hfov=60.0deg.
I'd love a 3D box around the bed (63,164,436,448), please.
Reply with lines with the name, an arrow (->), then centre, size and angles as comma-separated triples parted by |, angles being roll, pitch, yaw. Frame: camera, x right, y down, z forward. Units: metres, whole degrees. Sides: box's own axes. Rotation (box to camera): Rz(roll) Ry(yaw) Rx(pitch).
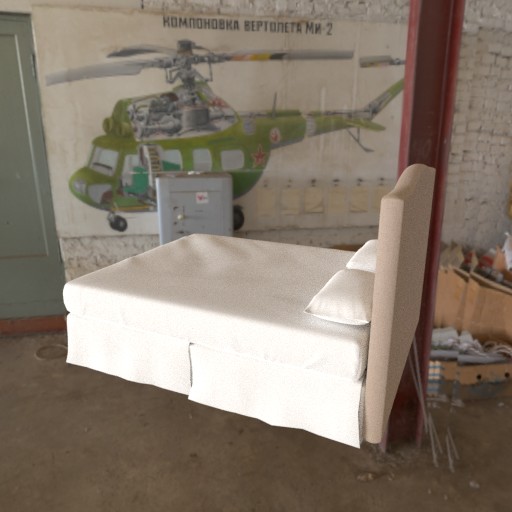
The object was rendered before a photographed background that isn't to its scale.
bed -> 0.000, 0.000, 3.355 | 2.282, 1.436, 1.821 | 8, 18, 25
